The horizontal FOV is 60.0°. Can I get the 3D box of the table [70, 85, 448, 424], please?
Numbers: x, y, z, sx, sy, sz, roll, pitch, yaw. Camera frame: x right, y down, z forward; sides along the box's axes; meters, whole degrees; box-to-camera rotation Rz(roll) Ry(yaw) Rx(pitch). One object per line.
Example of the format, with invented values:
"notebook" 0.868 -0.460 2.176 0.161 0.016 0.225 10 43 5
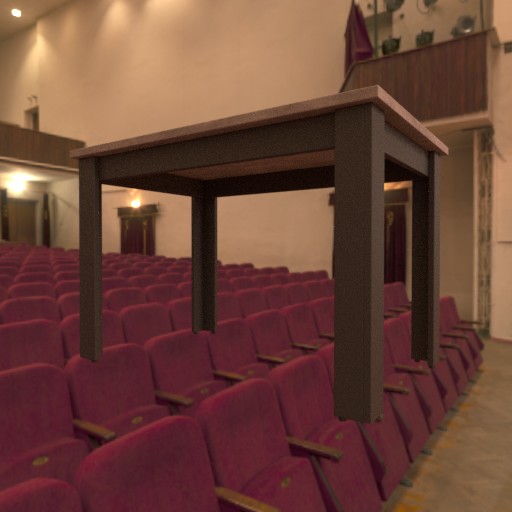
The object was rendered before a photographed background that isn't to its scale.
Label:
"table" 0.000 0.000 1.530 1.100 0.734 0.700 1 1 35
